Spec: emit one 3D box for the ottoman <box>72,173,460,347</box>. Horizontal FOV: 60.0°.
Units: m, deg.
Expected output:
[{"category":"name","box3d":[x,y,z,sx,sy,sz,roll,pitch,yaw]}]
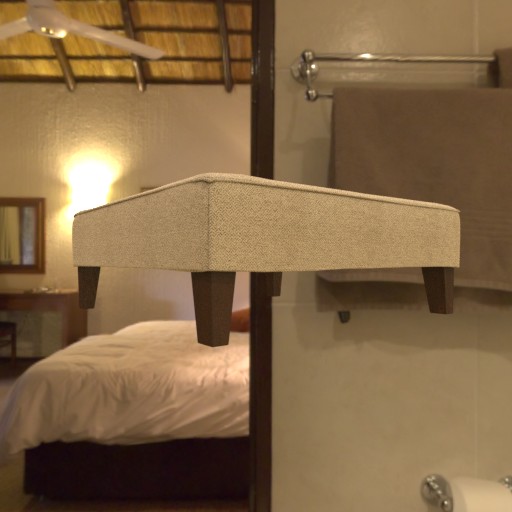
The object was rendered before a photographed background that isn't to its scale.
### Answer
[{"category":"ottoman","box3d":[0.000,0.000,1.544,0.982,0.381,0.973,0,-1,-37]}]
